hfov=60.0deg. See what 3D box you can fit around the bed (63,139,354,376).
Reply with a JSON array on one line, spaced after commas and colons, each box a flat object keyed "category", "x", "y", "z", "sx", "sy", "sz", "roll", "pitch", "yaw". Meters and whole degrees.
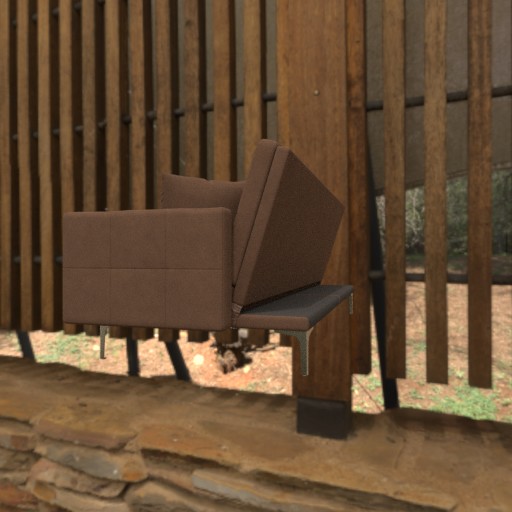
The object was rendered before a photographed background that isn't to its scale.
[{"category": "bed", "x": 0.000, "y": 0.000, "z": 2.374, "sx": 0.889, "sy": 0.787, "sz": 1.905, "roll": 0, "pitch": 0, "yaw": 17}]
